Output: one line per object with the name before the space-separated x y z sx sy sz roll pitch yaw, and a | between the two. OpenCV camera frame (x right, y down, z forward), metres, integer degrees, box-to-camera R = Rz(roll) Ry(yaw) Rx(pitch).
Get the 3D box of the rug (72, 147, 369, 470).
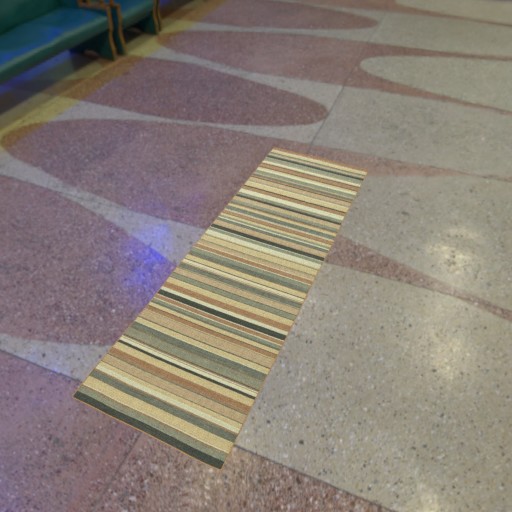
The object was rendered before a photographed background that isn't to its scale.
rug | 0.000 0.000 2.750 0.799 0.010 2.444 18 47 17
